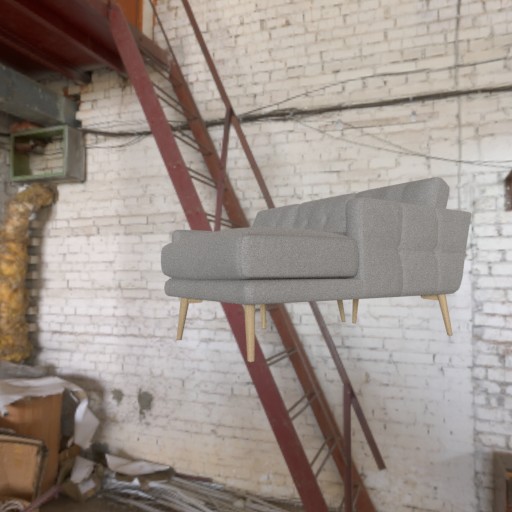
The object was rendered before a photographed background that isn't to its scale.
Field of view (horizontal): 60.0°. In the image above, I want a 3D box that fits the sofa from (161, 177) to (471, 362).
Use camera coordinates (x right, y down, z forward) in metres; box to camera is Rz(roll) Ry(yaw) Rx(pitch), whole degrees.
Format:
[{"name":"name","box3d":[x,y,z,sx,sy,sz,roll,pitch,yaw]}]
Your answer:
[{"name":"sofa","box3d":[0.000,0.000,2.808,1.530,0.860,2.040,1,-2,-35]}]
